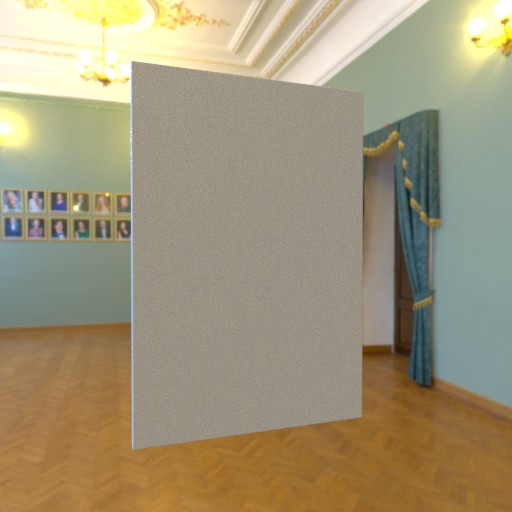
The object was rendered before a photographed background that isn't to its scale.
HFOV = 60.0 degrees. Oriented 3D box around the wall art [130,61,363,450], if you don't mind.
[{"bbox_3d":[0.000,0.000,1.026,0.556,0.813,0.026,0,1,-19],"label":"wall art"}]
